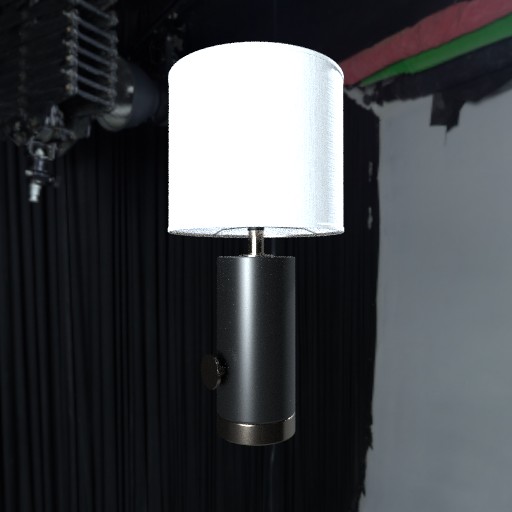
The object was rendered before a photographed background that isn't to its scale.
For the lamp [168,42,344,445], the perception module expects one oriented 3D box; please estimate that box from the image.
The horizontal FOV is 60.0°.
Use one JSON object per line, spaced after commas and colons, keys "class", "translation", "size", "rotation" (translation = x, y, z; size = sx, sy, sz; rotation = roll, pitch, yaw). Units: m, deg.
{"class": "lamp", "translation": [0.000, 0.000, 0.619], "size": [0.240, 0.482, 0.241], "rotation": [0, -1, -36]}
